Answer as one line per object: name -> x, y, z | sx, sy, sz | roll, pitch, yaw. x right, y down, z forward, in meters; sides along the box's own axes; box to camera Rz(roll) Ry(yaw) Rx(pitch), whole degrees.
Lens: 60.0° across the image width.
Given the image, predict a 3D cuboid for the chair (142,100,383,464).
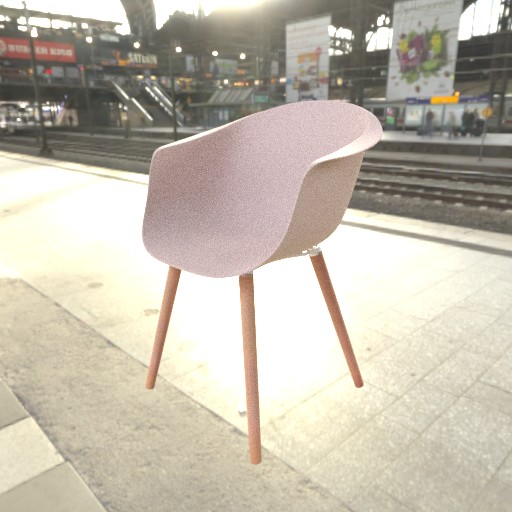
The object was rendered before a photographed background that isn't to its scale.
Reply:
chair -> 0.000, 0.000, 1.159 | 0.593, 0.781, 0.504 | 16, 23, 41
